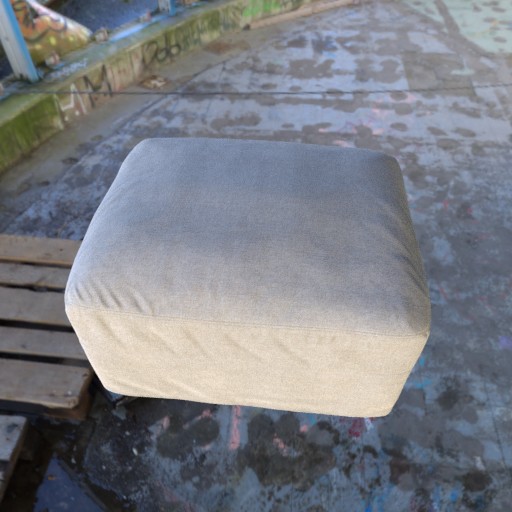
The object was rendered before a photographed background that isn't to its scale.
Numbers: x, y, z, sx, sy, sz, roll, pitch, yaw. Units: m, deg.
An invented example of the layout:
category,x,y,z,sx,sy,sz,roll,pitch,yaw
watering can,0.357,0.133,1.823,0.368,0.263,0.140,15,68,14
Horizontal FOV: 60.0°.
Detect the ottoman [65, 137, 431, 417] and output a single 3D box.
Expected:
category,x,y,z,sx,sy,sz,roll,pitch,yaw
ottoman,0.000,0.000,1.246,0.837,0.481,0.683,4,47,4
